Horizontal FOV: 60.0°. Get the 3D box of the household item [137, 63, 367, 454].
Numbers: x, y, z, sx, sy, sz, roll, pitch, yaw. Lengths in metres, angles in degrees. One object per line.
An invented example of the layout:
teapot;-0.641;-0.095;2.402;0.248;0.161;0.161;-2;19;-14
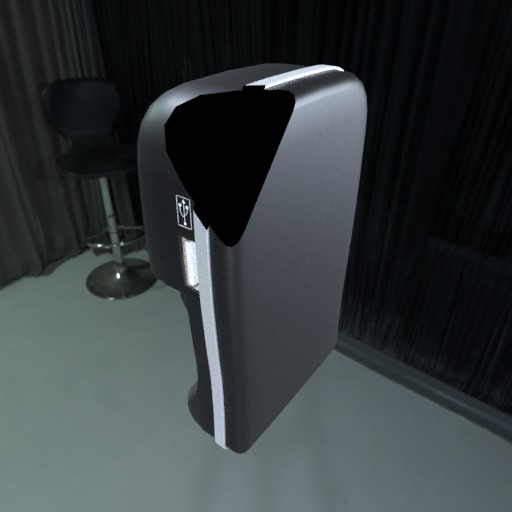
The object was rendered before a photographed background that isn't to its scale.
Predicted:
household item;0.000;0.000;0.145;0.038;0.114;0.070;22;39;30
